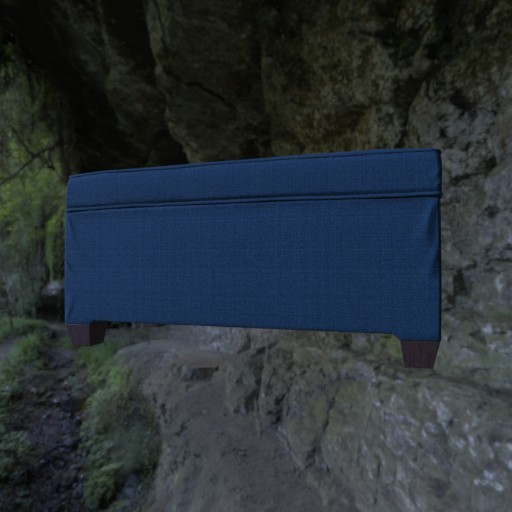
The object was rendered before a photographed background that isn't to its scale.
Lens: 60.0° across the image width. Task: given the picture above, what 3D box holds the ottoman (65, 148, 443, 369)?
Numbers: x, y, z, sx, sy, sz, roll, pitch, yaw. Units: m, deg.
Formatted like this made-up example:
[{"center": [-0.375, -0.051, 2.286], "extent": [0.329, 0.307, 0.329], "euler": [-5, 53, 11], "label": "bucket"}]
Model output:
[{"center": [0.000, 0.000, 1.240], "extent": [0.943, 0.474, 0.474], "euler": [0, -1, 17], "label": "ottoman"}]
